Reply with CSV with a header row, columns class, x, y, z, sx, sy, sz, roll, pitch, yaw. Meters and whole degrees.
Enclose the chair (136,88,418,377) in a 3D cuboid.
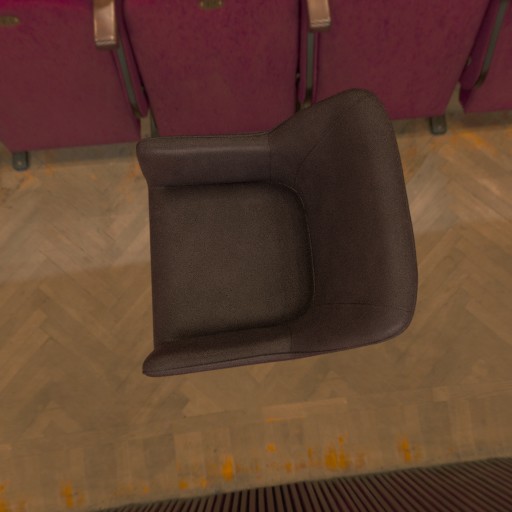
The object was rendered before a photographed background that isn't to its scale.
class,x,y,z,sx,sy,sz,roll,pitch,yaw
chair,0.000,0.000,1.258,0.610,0.828,0.610,-5,77,-1
